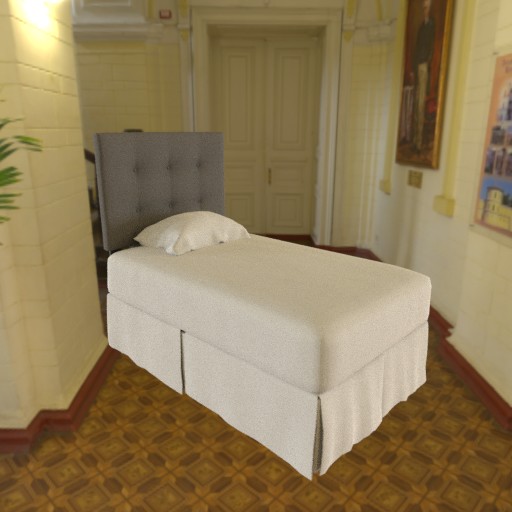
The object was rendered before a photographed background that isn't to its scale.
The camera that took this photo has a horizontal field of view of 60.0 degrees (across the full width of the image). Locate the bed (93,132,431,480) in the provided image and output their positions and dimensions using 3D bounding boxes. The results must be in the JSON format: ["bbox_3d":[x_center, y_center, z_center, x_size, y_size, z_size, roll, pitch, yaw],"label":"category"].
[{"bbox_3d":[0.000,0.000,2.931,1.997,1.571,1.261,15,22,42],"label":"bed"}]
